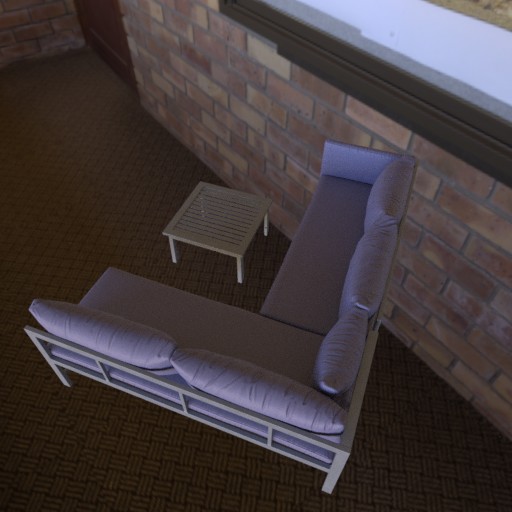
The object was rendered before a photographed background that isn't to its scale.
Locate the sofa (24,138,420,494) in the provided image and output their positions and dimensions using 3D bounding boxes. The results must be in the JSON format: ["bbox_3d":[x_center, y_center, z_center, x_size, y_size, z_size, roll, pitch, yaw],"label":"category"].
[{"bbox_3d":[0.000,0.000,2.861,1.658,0.762,2.149,16,50,14],"label":"sofa"}]
